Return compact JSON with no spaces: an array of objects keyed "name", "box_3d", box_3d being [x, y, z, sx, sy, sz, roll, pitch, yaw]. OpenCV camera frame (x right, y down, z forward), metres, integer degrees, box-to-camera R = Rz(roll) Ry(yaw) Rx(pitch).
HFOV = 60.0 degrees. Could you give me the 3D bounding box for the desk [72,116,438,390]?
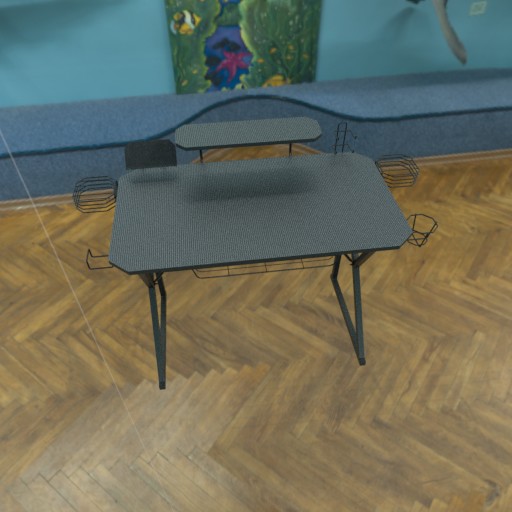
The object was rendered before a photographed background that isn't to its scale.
[{"name":"desk","box_3d":[0.000,0.000,1.761,1.290,0.880,0.580,-5,46,-5]}]
